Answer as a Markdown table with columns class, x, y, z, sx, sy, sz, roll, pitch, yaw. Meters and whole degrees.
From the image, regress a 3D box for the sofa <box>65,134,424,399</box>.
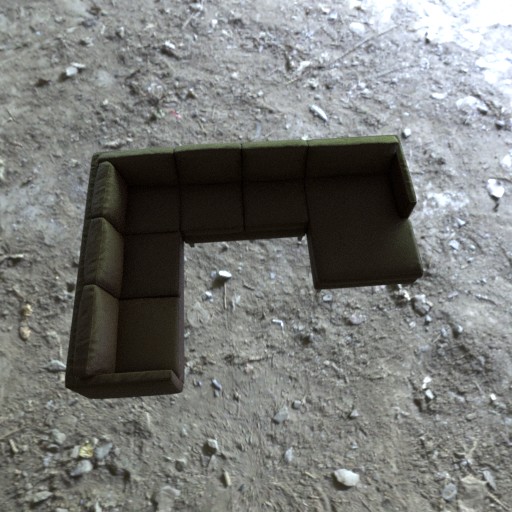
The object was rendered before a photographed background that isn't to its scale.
| class | x | y | z | sx | sy | sz | roll | pitch | yaw |
| --- | --- | --- | --- | --- | --- | --- | --- | --- | --- |
| sofa | 0.000 | 0.000 | 4.607 | 3.460 | 0.923 | 2.593 | -4 | 63 | -2 |
